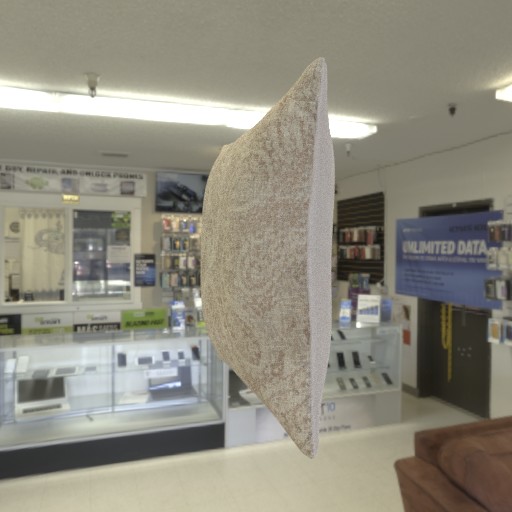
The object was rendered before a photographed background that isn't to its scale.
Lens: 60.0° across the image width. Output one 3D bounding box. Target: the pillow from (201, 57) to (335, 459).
[{"bbox_3d":[0.000,0.000,0.808,0.166,0.510,0.523,0,1,-18],"label":"pillow"}]
